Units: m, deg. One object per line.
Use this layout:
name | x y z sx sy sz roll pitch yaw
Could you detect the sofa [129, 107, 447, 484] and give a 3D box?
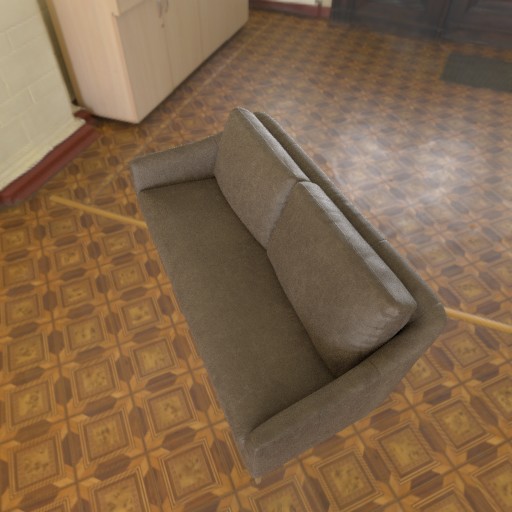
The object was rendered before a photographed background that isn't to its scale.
sofa | 0.000 0.000 2.489 0.960 0.902 2.036 -18 49 -16
